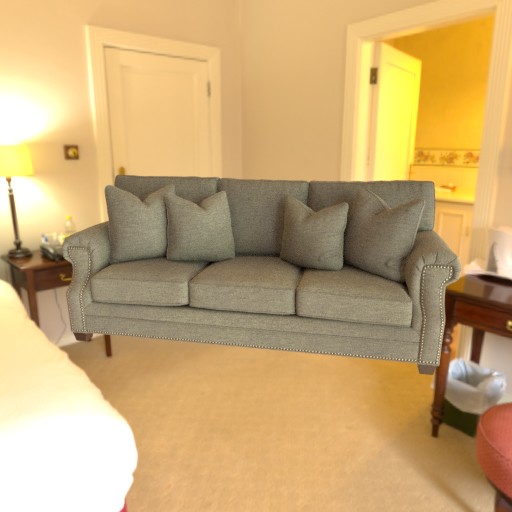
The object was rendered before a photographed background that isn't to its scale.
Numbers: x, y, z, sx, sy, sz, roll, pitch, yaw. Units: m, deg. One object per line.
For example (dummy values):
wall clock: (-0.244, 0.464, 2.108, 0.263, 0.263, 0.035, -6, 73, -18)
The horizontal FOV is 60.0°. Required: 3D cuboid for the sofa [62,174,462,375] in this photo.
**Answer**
sofa: (0.000, 0.000, 2.850, 2.312, 0.975, 0.965, 3, 14, 11)
